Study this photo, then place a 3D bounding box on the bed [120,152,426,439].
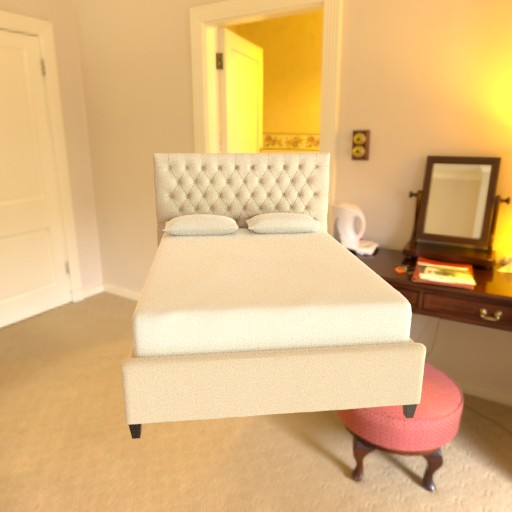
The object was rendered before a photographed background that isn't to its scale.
[{"bbox_3d":[0.000,0.000,3.369,1.696,1.426,2.233,-2,16,-6],"label":"bed"}]
